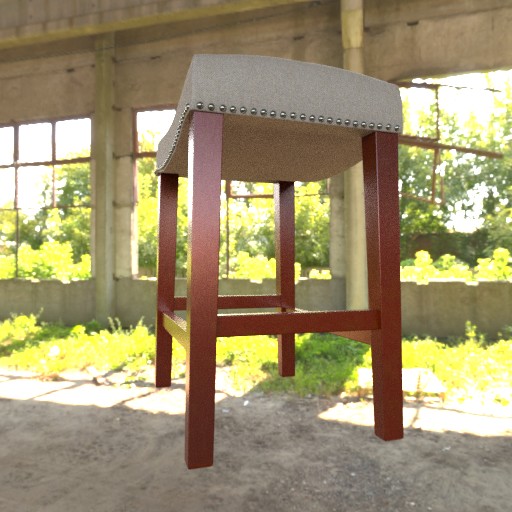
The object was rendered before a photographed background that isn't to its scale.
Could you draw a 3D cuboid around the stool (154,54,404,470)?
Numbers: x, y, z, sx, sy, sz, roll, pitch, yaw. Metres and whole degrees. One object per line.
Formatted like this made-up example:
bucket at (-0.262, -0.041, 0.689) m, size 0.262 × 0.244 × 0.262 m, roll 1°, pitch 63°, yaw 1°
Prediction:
stool at (0.000, 0.000, 0.931) m, size 0.375 × 0.632 × 0.509 m, roll 1°, pitch -2°, yaw -18°
